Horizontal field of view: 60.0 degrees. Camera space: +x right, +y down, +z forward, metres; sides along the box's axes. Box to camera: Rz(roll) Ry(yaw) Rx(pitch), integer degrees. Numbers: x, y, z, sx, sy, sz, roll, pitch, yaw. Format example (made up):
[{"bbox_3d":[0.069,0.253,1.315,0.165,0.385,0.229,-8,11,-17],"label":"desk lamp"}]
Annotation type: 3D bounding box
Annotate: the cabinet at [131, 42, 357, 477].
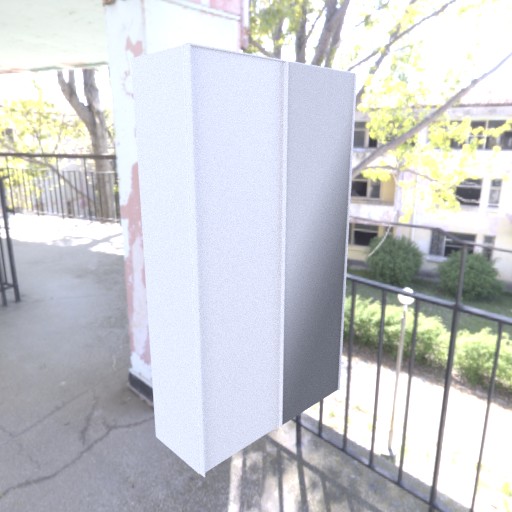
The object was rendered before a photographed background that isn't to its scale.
[{"bbox_3d":[0.000,0.000,2.705,1.250,2.160,0.480,-14,20,-42],"label":"cabinet"}]
